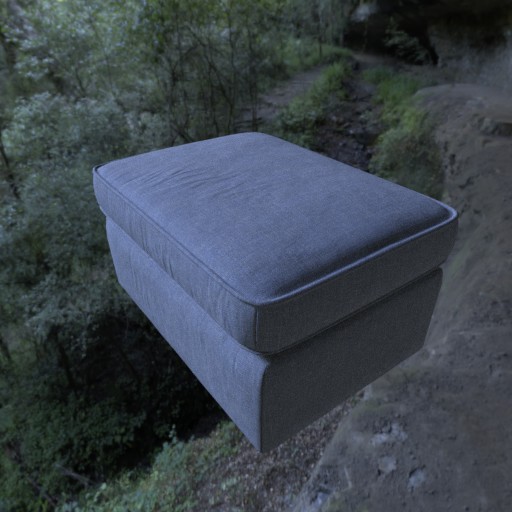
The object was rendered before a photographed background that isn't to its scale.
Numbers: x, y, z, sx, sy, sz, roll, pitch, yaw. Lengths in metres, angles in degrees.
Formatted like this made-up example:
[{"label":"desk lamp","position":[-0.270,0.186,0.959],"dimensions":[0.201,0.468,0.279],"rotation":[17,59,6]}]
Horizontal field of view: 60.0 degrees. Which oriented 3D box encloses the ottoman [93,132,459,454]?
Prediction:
[{"label":"ottoman","position":[0.000,0.000,1.128],"dimensions":[0.559,0.457,0.762],"rotation":[-21,38,-30]}]
